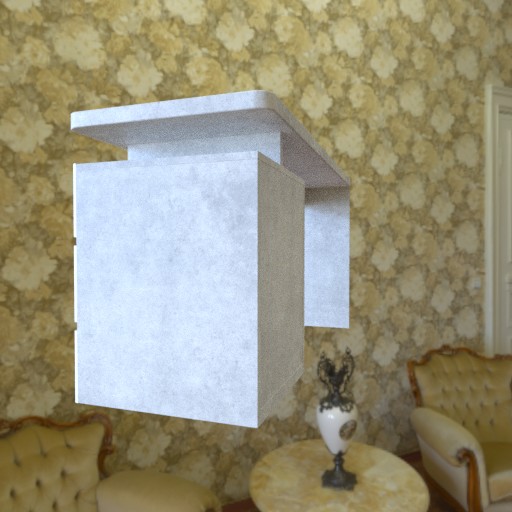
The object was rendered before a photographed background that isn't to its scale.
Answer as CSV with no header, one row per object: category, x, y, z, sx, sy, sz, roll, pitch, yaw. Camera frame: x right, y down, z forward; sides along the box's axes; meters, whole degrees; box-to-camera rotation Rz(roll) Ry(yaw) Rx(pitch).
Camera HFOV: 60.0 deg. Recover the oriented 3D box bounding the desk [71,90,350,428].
desk,0.000,0.000,1.706,0.550,0.755,1.400,0,1,19
